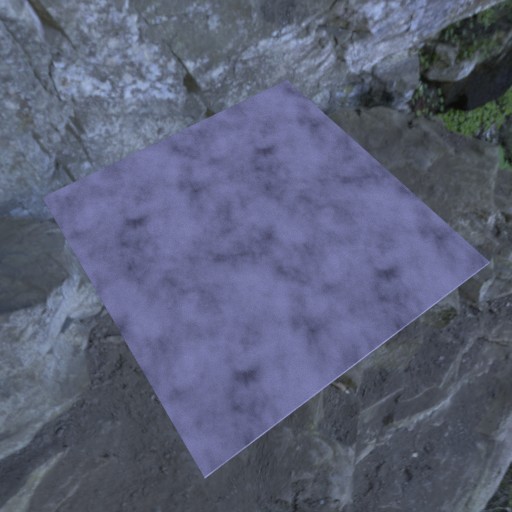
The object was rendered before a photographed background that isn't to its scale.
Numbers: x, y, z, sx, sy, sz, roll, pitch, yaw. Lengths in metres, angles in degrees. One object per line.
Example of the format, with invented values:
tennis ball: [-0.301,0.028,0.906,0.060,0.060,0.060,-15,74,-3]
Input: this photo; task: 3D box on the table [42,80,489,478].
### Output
table: [0.000,0.000,1.360,0.890,0.305,0.890,-31,65,-17]
